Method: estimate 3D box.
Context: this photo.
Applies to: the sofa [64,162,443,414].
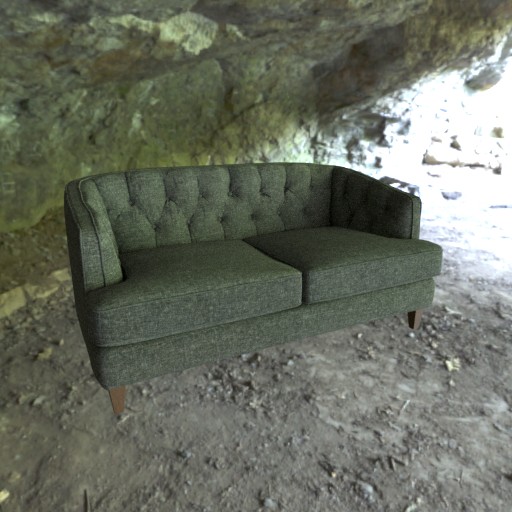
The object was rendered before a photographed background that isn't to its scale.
[{"bbox_3d":[0.000,0.000,2.257,1.733,0.855,0.941,-8,18,-27],"label":"sofa"}]
